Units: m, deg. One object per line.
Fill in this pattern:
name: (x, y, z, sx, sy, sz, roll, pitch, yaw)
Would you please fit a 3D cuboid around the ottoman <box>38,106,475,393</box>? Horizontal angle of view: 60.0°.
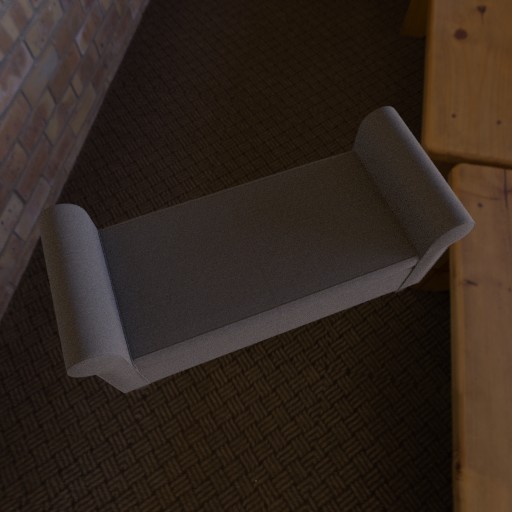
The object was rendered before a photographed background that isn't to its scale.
ottoman: (0.000, 0.000, 1.562, 1.256, 0.547, 0.521, -19, 65, -9)
